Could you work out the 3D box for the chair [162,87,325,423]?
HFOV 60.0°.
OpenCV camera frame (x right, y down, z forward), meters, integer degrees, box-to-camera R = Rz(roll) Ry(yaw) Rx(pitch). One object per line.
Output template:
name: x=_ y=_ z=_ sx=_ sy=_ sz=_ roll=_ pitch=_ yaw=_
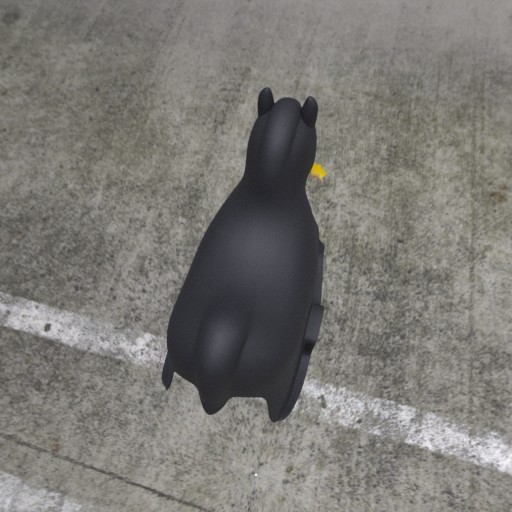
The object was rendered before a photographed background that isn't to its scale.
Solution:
chair: x=0.000 y=0.000 z=1.152 sx=0.429 sy=0.612 sz=0.800 roll=14 pitch=65 yaw=7
